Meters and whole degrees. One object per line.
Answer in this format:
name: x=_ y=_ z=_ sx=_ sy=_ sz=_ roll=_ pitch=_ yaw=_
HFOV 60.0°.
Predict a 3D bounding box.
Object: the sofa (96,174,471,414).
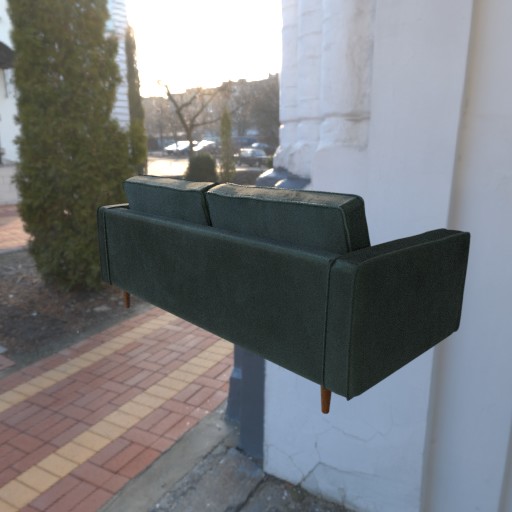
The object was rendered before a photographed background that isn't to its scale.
sofa: x=0.000 y=0.000 z=2.278 sx=0.886 sy=0.781 sz=1.816 roll=-13 pitch=19 yaw=-42
